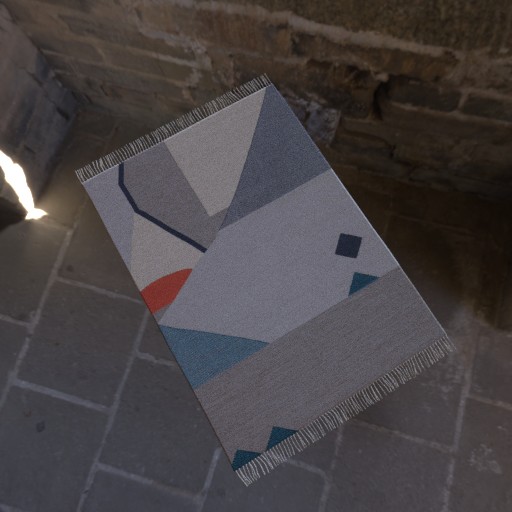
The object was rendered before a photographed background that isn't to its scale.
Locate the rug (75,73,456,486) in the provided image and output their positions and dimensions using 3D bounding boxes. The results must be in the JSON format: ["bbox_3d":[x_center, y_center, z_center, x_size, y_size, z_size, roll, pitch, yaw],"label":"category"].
[{"bbox_3d":[0.000,0.000,2.294,1.220,0.005,1.828,-30,78,-7],"label":"rug"}]
